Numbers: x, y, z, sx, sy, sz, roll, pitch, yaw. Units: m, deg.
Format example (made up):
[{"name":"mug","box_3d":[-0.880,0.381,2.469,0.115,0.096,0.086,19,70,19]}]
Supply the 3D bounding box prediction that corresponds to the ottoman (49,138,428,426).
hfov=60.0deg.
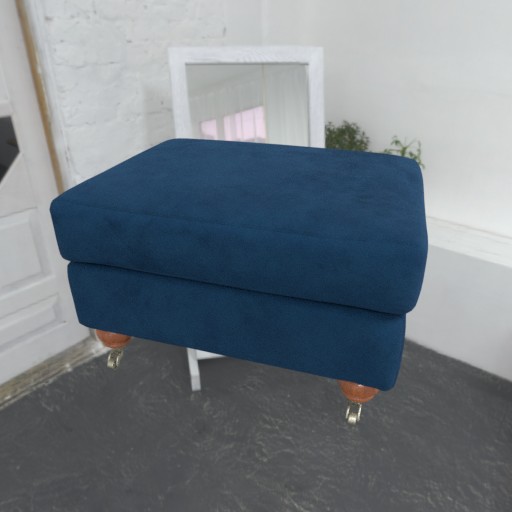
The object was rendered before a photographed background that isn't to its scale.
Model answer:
[{"name":"ottoman","box_3d":[0.000,0.000,1.149,0.773,0.503,0.572,8,30,15]}]
